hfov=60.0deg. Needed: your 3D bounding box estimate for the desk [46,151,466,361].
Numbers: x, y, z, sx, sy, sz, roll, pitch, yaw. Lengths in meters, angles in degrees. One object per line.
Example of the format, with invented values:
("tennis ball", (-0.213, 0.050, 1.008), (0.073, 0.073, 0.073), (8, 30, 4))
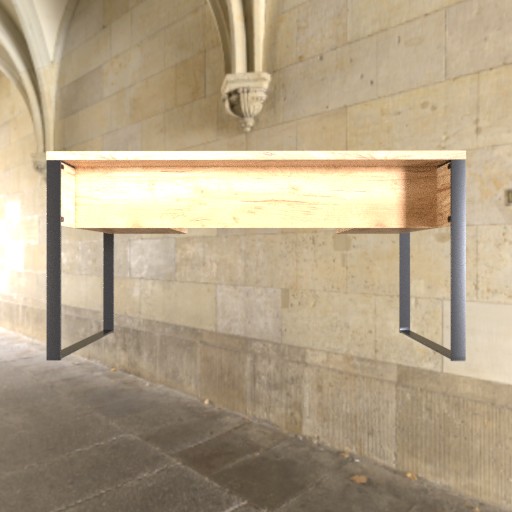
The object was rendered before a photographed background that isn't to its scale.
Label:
("desk", (0.000, 0.000, 1.906), (1.520, 0.760, 0.600), (0, 0, 0))
